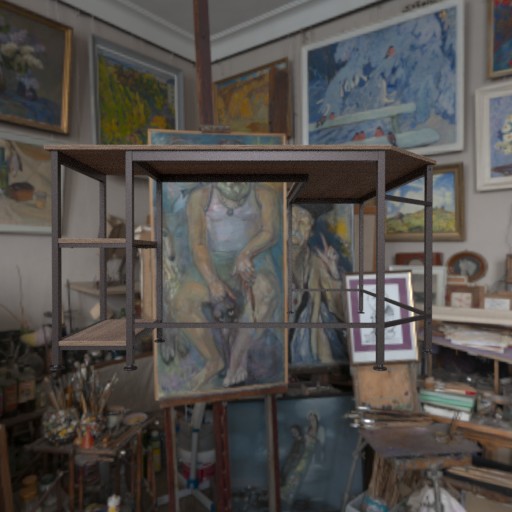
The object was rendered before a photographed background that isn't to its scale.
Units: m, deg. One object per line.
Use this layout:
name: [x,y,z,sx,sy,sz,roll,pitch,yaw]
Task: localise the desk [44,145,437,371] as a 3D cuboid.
desk: [0.000,0.000,2.136,1.379,0.739,1.379,0,1,0]
